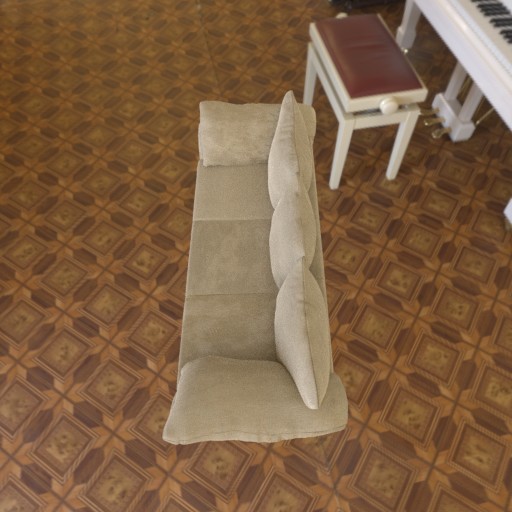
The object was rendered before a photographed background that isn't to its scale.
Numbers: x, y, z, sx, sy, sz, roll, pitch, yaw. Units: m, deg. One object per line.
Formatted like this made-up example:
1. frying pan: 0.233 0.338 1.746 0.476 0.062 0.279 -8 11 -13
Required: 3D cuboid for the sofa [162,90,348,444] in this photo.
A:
1. sofa: 0.000 0.000 2.888 0.893 0.981 2.377 0 58 0
